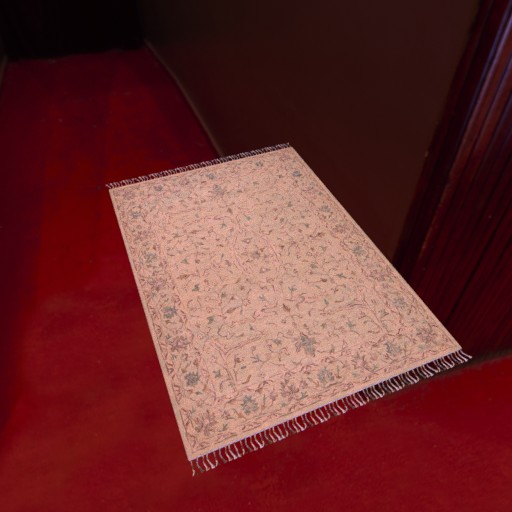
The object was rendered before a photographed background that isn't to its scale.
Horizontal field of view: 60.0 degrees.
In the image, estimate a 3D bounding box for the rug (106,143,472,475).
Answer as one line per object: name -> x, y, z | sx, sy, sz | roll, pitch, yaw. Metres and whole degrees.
rug -> 0.000, 0.000, 2.282 | 1.247, 0.008, 1.802 | -17, 49, -15
